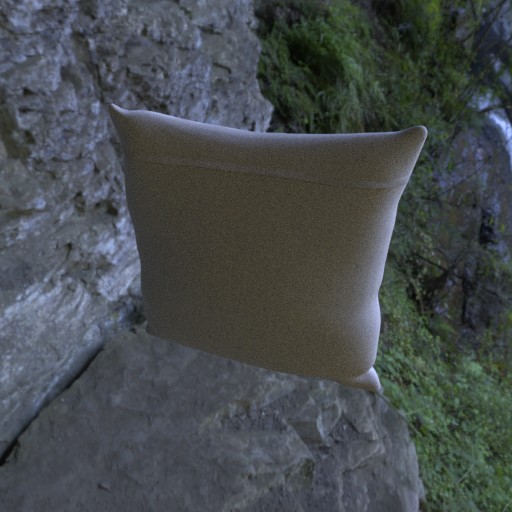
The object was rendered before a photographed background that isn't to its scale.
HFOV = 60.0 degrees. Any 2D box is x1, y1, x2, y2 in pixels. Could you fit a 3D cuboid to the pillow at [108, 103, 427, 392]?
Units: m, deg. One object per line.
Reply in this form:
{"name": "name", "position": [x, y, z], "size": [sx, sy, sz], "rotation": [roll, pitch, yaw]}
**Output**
{"name": "pillow", "position": [0.000, 0.000, 0.685], "size": [0.440, 0.441, 0.182], "rotation": [10, 34, 15]}
